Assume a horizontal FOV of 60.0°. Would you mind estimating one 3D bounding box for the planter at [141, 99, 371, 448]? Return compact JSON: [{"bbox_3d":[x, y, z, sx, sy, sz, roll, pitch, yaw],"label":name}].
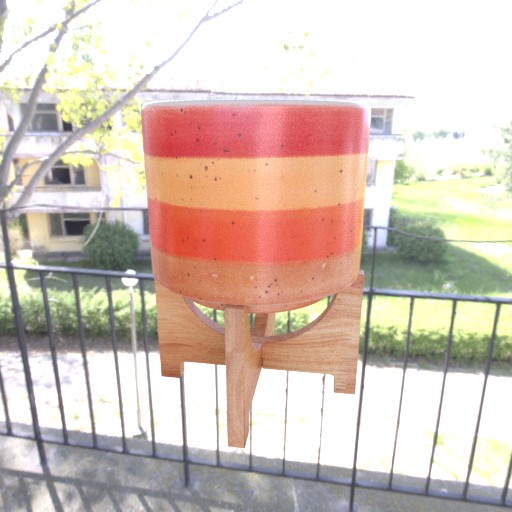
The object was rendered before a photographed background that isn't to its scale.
[{"bbox_3d":[0.000,0.000,0.415,0.199,0.268,0.199,0,17,0],"label":"planter"}]
